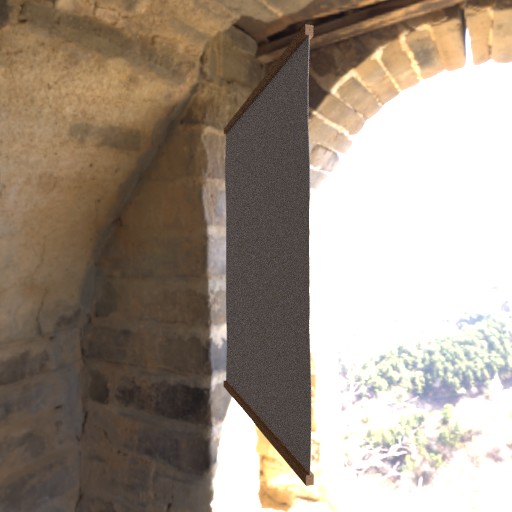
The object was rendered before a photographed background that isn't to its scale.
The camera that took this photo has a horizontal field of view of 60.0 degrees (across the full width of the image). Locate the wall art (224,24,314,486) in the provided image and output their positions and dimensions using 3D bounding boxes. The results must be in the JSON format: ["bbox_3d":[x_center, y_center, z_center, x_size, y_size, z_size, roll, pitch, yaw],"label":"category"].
[{"bbox_3d":[0.000,0.000,0.681,0.010,0.507,0.404,0,-1,-17],"label":"wall art"}]
